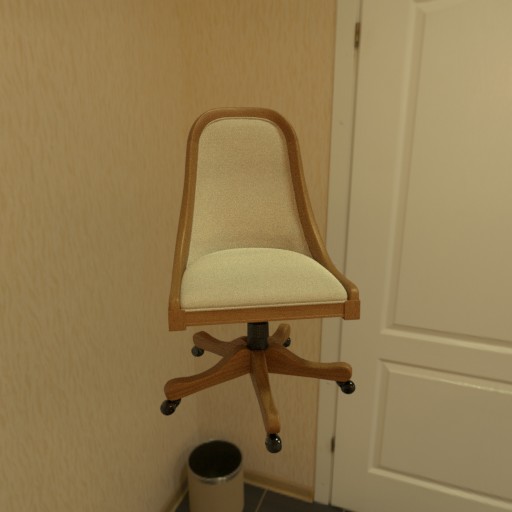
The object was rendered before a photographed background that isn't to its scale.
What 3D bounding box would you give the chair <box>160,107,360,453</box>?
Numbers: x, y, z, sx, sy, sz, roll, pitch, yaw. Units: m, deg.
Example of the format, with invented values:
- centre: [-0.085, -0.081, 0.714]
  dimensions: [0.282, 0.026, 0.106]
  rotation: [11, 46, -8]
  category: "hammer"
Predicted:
- centre: [0.000, 0.000, 1.558]
  dimensions: [0.702, 1.009, 0.811]
  rotation: [-2, 17, -8]
  category: "chair"
